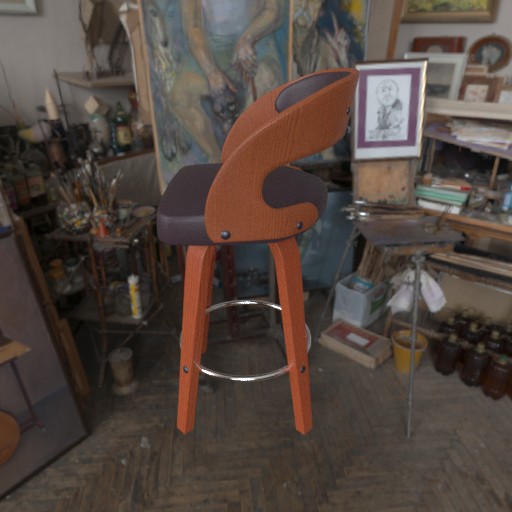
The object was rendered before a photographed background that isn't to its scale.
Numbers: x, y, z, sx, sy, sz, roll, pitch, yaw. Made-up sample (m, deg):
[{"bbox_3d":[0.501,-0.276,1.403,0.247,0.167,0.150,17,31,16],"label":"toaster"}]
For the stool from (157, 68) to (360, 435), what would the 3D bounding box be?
[{"bbox_3d":[0.000,0.000,1.204,0.457,0.940,0.457,0,27,0],"label":"stool"}]
